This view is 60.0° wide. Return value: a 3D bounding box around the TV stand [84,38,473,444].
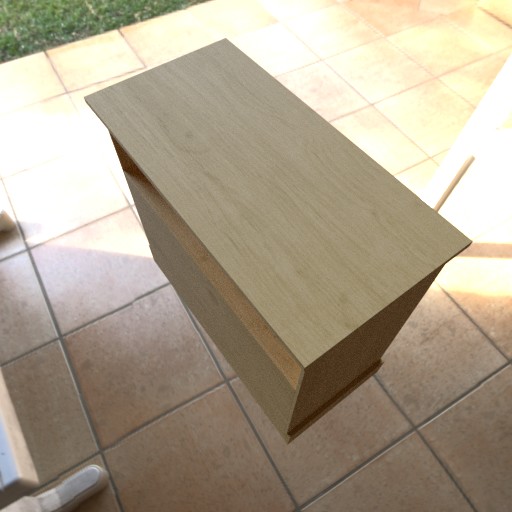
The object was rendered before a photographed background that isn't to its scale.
[{"bbox_3d":[0.000,0.000,1.309,0.430,0.787,0.851,-32,63,-19],"label":"TV stand"}]
